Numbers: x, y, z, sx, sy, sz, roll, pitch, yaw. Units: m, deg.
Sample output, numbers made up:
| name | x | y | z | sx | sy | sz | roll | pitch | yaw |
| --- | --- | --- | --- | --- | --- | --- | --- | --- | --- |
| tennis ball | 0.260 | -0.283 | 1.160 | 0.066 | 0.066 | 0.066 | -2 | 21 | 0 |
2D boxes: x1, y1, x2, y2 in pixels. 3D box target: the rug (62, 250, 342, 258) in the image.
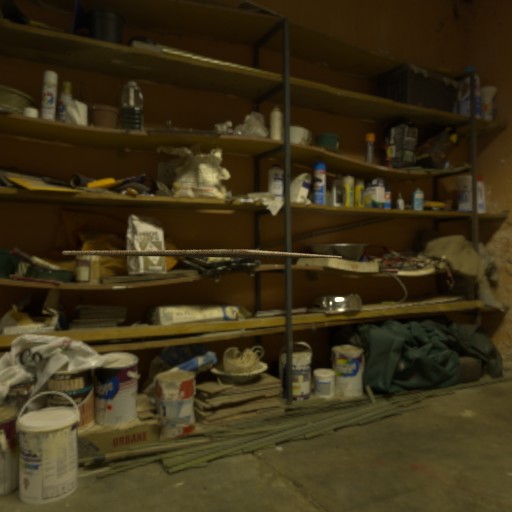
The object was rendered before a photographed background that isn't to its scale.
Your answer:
| name | x | y | z | sx | sy | sz | roll | pitch | yaw |
| --- | --- | --- | --- | --- | --- | --- | --- | --- | --- |
| rug | 0.000 | 0.000 | 2.538 | 0.691 | 0.013 | 2.289 | 0 | -1 | 18 |
